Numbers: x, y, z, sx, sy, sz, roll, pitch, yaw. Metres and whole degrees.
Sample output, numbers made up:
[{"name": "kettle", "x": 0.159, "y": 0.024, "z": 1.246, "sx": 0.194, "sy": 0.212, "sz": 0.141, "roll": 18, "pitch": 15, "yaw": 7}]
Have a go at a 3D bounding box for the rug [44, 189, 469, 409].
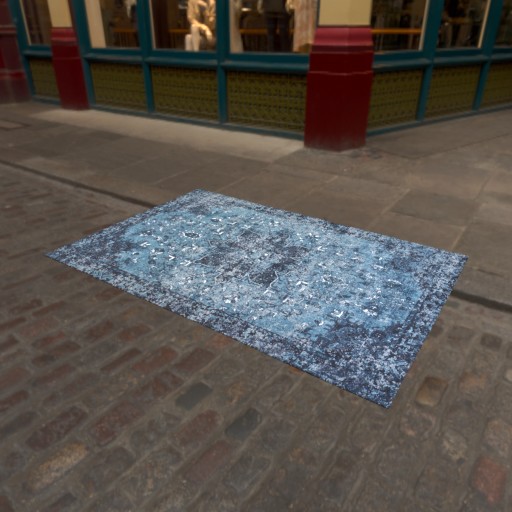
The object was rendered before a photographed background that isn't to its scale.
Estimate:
[{"name": "rug", "x": 0.000, "y": 0.000, "z": 2.287, "sx": 1.828, "sy": 0.005, "sz": 1.219, "roll": 18, "pitch": 33, "yaw": 30}]
